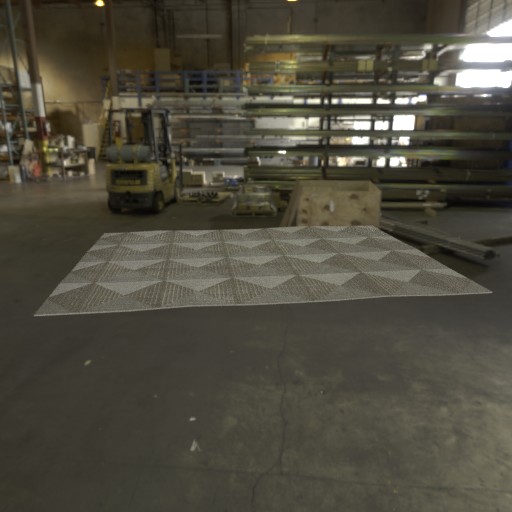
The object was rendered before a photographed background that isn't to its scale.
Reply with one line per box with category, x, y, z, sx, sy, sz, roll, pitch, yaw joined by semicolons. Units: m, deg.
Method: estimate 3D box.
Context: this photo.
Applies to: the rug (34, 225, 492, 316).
rug;0.000;0.000;4.336;3.333;0.027;2.428;-2;16;-7
